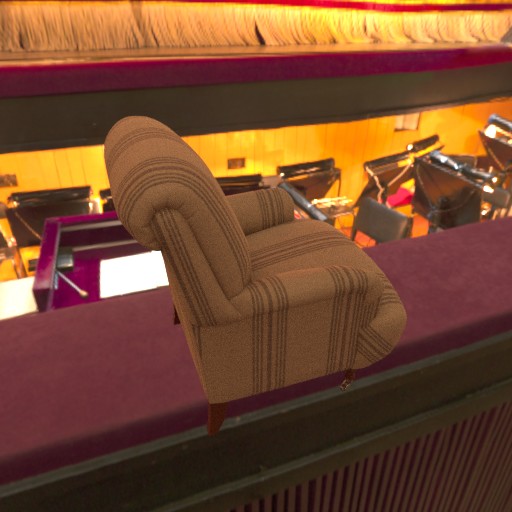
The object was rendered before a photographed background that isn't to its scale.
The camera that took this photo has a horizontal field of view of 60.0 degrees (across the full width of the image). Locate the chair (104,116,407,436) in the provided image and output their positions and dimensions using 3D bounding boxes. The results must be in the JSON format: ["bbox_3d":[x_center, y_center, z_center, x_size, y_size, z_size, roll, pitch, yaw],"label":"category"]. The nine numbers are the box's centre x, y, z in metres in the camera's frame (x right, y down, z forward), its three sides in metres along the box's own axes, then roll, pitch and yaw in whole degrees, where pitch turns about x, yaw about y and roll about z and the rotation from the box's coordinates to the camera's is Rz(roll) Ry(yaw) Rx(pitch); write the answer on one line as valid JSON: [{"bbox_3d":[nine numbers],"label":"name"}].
[{"bbox_3d":[0.000,0.000,1.597,0.914,0.940,0.813,-10,32,-17],"label":"chair"}]
